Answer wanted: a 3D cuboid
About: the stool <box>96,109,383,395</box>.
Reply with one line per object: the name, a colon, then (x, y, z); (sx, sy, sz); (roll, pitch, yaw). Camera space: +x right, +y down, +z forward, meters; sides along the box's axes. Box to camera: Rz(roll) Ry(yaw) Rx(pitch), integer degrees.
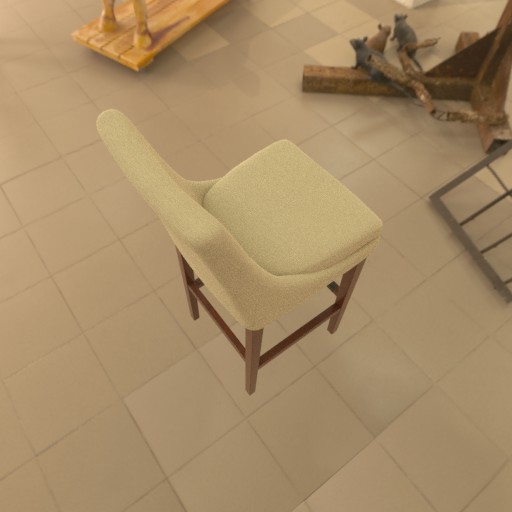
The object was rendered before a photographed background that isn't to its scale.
stool: (0.000, 0.000, 1.366); (0.577, 1.078, 0.470); (-32, 62, -19)
